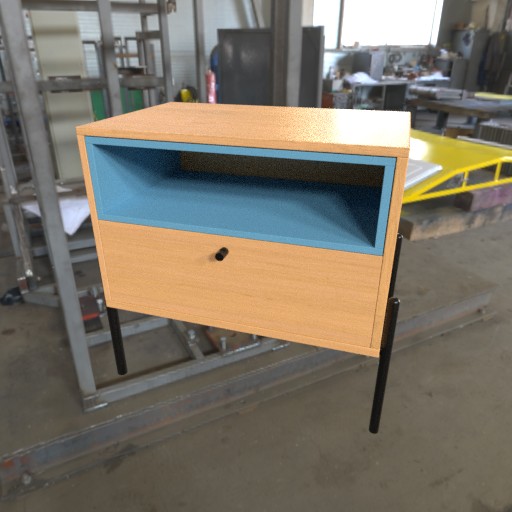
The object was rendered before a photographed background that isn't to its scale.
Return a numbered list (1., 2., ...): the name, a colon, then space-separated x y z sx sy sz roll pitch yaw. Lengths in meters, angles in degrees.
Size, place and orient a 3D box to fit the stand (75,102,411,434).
1. stand: 0.000 0.000 1.009 0.630 0.600 0.400 8 27 16
